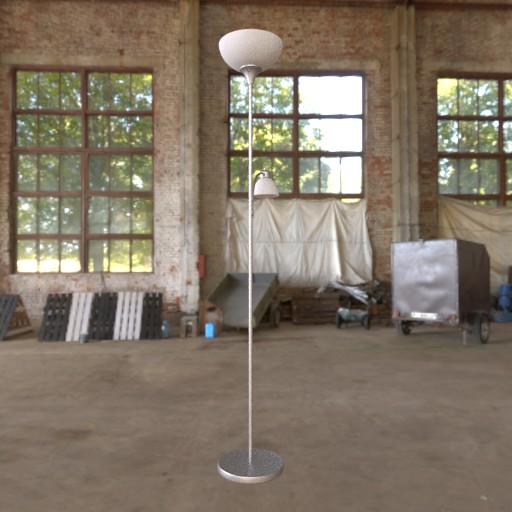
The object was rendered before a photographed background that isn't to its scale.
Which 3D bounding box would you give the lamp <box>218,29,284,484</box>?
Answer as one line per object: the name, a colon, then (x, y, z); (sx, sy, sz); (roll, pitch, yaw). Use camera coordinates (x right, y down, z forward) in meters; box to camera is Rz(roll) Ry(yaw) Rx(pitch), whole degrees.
lamp: (0.000, 0.000, 1.962); (0.279, 1.804, 0.425); (0, -1, 17)
